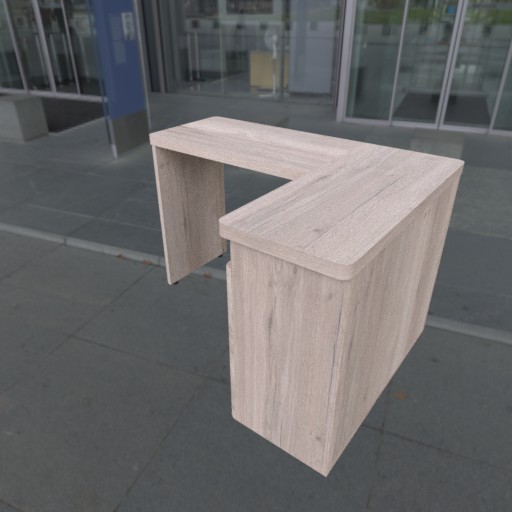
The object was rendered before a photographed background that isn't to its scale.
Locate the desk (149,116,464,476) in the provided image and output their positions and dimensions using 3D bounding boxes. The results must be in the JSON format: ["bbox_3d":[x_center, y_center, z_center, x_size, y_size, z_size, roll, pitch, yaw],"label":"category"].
[{"bbox_3d":[0.000,0.000,1.735,1.169,0.760,0.900,21,36,31],"label":"desk"}]
